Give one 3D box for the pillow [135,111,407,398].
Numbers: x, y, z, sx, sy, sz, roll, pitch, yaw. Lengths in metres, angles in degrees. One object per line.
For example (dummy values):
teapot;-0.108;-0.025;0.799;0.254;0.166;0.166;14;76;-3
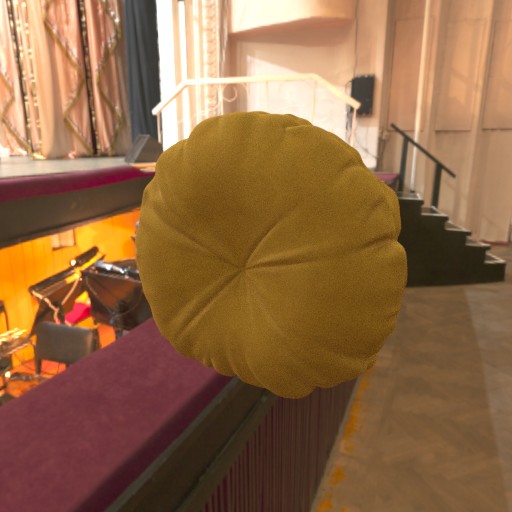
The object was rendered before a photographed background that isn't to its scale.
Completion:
pillow;0.000;0.000;0.654;0.428;0.407;0.148;8;18;26
